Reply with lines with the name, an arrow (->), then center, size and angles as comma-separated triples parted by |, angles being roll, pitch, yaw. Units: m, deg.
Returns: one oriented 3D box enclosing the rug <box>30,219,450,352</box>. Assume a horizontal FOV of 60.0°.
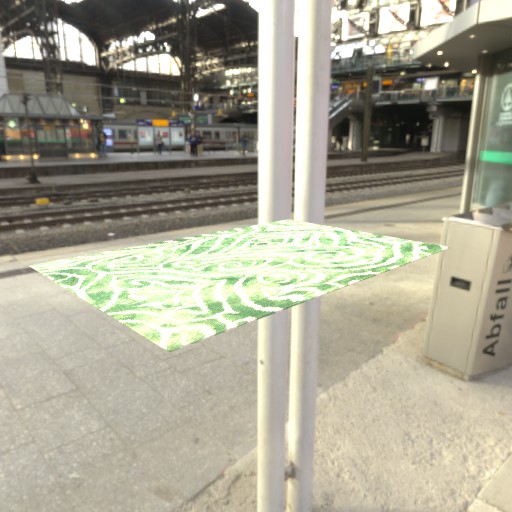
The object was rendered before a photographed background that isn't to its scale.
rug -> 0.000, 0.000, 2.295 | 1.826, 0.006, 1.220 | -14, 20, -42
